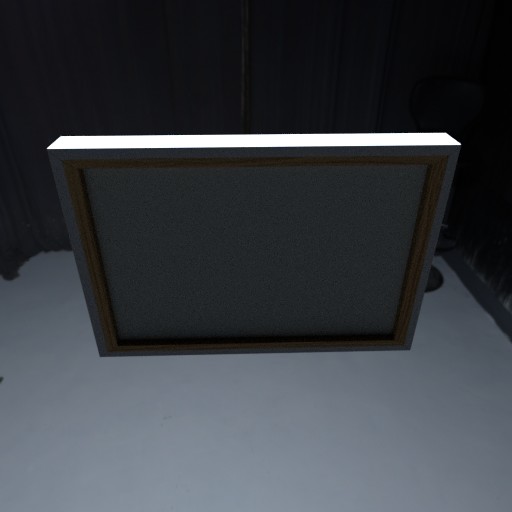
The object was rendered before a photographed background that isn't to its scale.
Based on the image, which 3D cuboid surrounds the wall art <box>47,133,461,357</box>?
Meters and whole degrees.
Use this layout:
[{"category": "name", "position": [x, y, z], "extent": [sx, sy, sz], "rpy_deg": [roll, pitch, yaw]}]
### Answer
[{"category": "wall art", "position": [0.000, 0.000, 0.491], "extent": [0.381, 0.259, 0.038], "rpy_deg": [-1, 32, -1]}]
